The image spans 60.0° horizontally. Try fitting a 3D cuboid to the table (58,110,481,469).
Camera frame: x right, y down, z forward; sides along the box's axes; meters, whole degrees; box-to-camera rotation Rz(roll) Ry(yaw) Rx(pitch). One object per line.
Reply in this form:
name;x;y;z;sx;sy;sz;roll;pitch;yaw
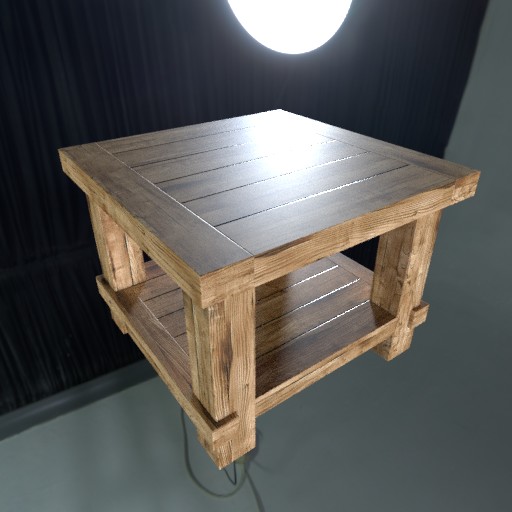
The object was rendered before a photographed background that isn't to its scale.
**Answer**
table;0.000;0.000;1.014;0.610;0.457;0.610;-21;37;-30
